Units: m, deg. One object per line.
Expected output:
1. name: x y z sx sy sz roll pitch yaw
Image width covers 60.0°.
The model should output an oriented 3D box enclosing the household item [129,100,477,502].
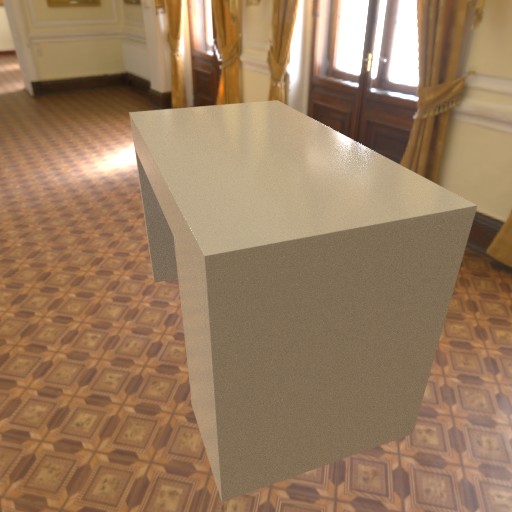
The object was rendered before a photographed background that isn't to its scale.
1. household item: 0.000 0.000 1.487 0.597 0.749 1.100 -11 33 -17
